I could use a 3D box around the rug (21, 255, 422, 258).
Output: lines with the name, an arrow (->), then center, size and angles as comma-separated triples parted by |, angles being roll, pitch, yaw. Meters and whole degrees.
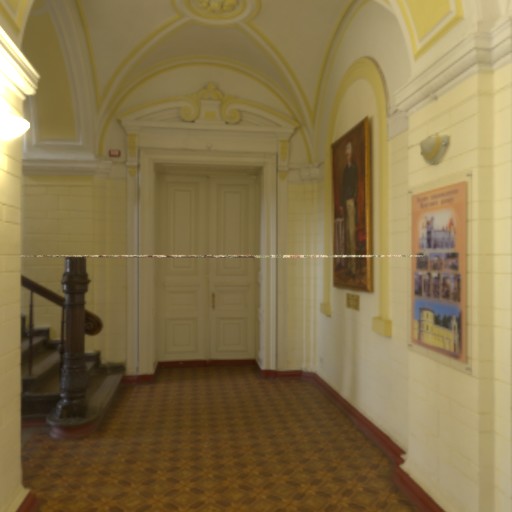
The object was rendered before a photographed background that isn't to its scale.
rug -> 0.000, 0.000, 2.299 | 1.219, 0.010, 1.829 | 0, 0, 36
